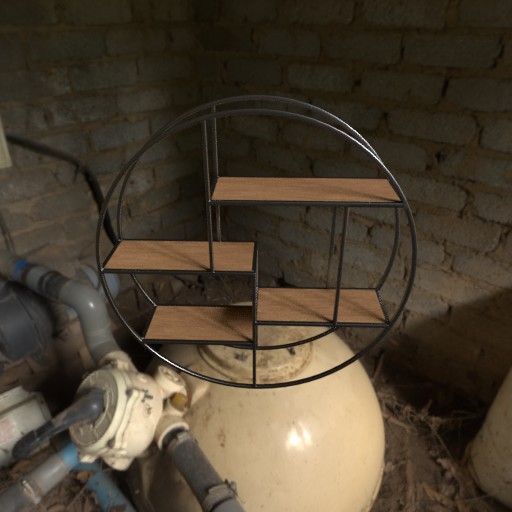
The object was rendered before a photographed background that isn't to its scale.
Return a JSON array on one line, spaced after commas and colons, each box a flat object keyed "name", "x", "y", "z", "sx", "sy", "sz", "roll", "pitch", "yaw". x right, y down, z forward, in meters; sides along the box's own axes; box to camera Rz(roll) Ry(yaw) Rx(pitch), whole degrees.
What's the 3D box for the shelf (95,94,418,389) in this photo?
[{"name": "shelf", "x": 0.000, "y": 0.000, "z": 1.325, "sx": 0.888, "sy": 0.888, "sz": 0.202, "roll": 1, "pitch": 29, "yaw": 2}]
